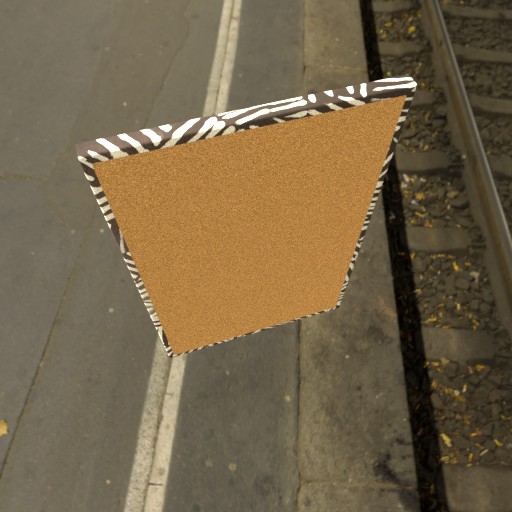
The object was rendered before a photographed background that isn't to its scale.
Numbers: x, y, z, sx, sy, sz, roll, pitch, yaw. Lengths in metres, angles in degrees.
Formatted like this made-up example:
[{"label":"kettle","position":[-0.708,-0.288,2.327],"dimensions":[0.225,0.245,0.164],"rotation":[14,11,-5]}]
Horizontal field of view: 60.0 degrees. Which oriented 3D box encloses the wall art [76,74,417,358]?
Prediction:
[{"label":"wall art","position":[0.000,0.000,1.156],"dimensions":[0.615,0.918,0.035],"rotation":[-15,58,-10]}]
